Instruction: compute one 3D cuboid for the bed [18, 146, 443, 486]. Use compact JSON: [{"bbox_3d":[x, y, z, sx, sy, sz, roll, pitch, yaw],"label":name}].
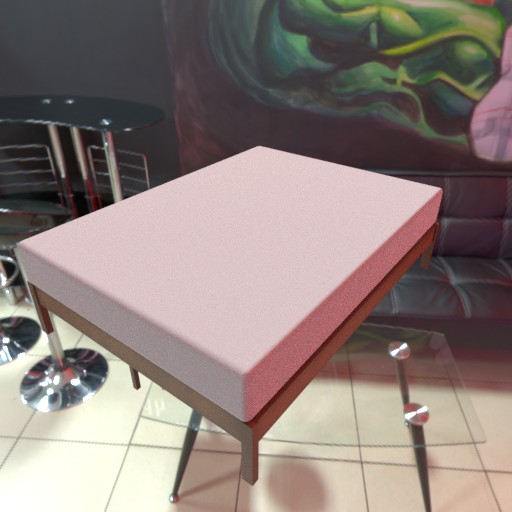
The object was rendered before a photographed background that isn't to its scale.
[{"bbox_3d":[0.000,0.000,2.694,1.529,0.593,2.050,22,37,31],"label":"bed"}]
